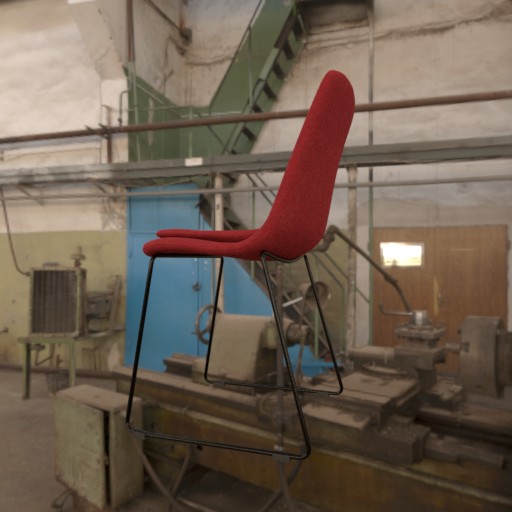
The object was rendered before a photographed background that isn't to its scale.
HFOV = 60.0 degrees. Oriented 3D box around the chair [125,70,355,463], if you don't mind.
[{"bbox_3d":[0.000,0.000,1.193,0.518,0.858,0.479,0,0,19],"label":"chair"}]
